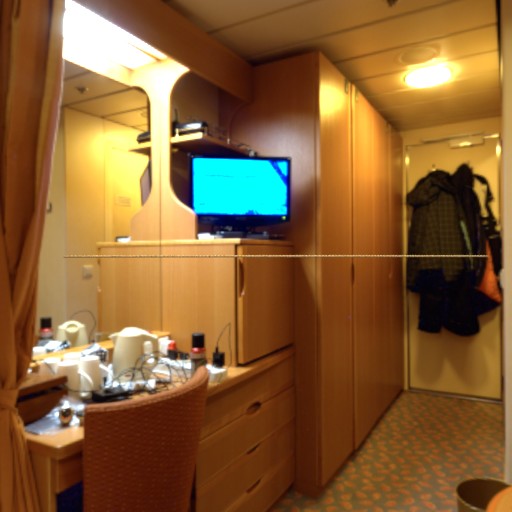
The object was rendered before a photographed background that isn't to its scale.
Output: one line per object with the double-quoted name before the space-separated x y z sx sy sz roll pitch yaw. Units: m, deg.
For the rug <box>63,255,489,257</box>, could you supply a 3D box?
"rug" 0.000 0.000 4.127 3.034 0.012 2.406 0 0 -17
